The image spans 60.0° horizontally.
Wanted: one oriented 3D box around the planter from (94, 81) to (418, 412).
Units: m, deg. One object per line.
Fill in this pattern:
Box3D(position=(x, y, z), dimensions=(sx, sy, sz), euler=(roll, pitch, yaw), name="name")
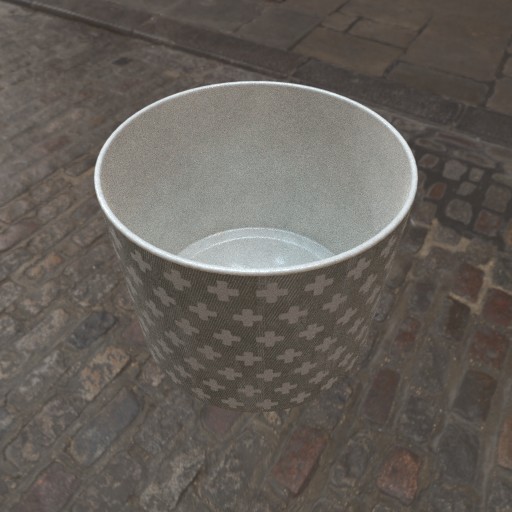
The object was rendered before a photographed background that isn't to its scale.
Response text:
Box3D(position=(0.000, 0.000, 0.439), dimensions=(0.250, 0.239, 0.250), euler=(0, 47, 0), name="planter")
